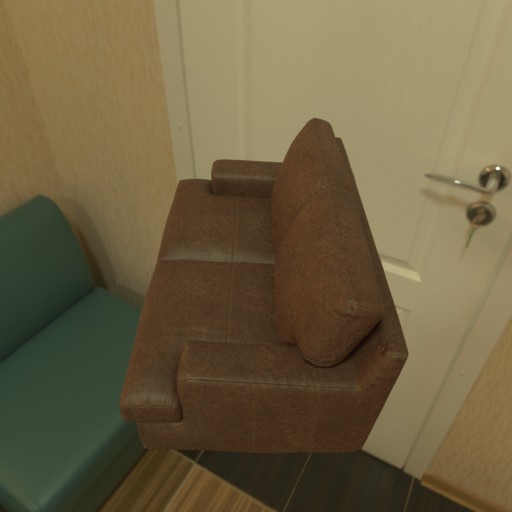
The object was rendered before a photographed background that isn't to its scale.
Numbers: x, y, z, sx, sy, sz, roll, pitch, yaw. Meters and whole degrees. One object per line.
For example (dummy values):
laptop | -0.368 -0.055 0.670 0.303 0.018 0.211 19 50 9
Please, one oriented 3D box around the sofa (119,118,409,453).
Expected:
sofa | 0.000 0.000 2.472 1.143 0.939 1.880 0 40 0
